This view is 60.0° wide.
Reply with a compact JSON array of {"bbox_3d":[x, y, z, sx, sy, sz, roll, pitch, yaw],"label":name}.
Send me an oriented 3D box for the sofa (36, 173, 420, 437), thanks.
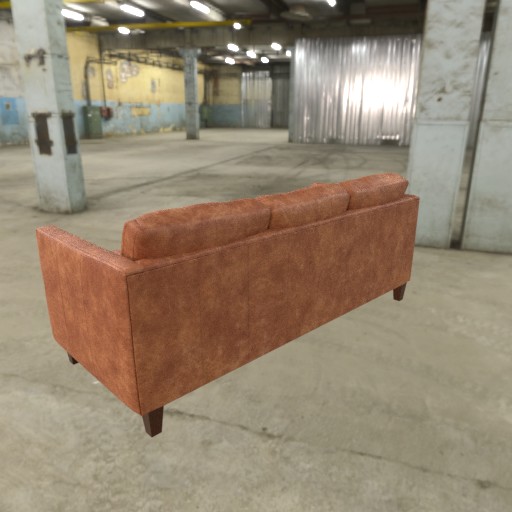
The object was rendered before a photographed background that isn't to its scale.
[{"bbox_3d":[0.000,0.000,2.963,2.464,1.006,1.045,-16,24,-42],"label":"sofa"}]
